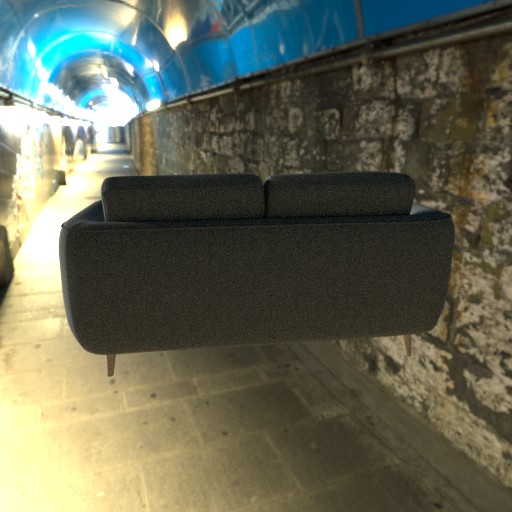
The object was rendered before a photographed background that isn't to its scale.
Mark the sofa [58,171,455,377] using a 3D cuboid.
[{"bbox_3d":[0.000,0.000,2.222,1.700,0.870,0.920,-2,16,-7],"label":"sofa"}]
